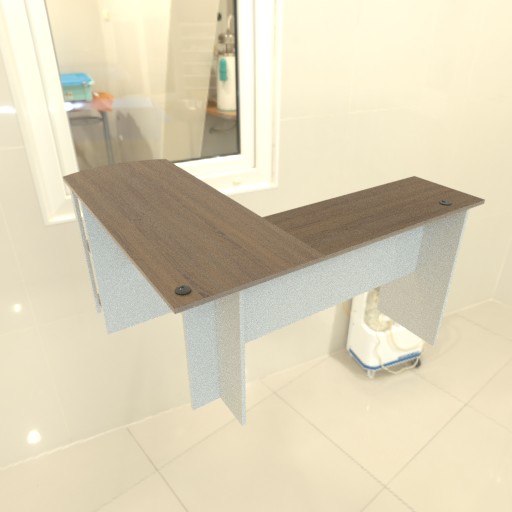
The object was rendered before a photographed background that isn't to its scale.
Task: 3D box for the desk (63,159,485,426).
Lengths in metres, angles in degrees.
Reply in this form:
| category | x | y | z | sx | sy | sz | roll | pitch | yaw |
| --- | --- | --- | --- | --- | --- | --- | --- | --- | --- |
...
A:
| category | x | y | z | sx | sy | sz | roll | pitch | yaw |
| --- | --- | --- | --- | --- | --- | --- | --- | --- | --- |
| desk | 0.000 | 0.000 | 2.111 | 1.361 | 0.716 | 1.303 | -18 | 34 | -29 |
